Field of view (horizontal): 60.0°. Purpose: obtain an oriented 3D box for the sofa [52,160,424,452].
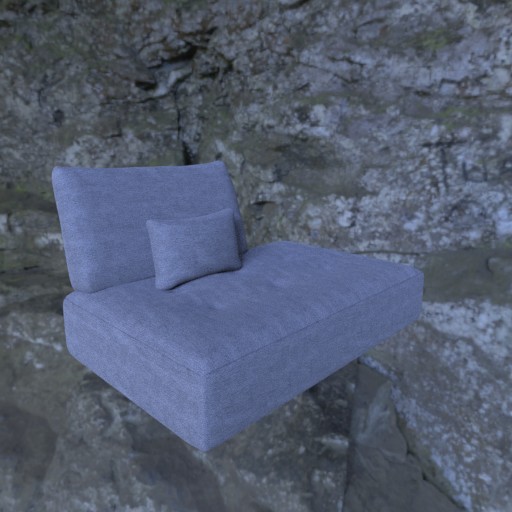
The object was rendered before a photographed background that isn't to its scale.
[{"bbox_3d":[0.000,0.000,2.022,1.002,0.820,1.450,14,20,42],"label":"sofa"}]
